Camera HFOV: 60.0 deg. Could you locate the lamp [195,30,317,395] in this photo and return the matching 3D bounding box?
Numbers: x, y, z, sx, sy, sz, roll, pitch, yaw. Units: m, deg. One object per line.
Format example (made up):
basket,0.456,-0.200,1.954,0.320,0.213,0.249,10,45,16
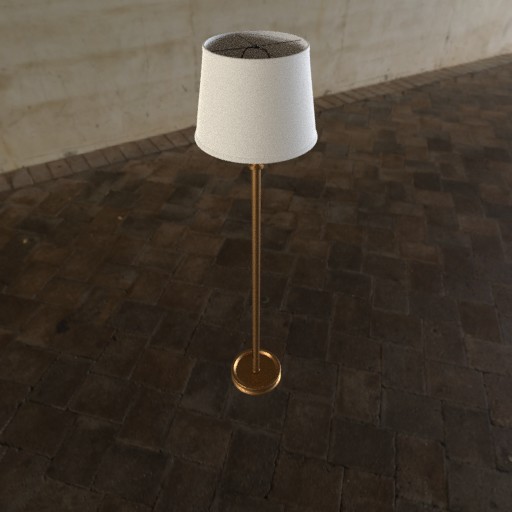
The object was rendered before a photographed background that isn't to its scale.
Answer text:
lamp,0.000,0.000,0.797,0.178,0.710,0.178,0,40,0
